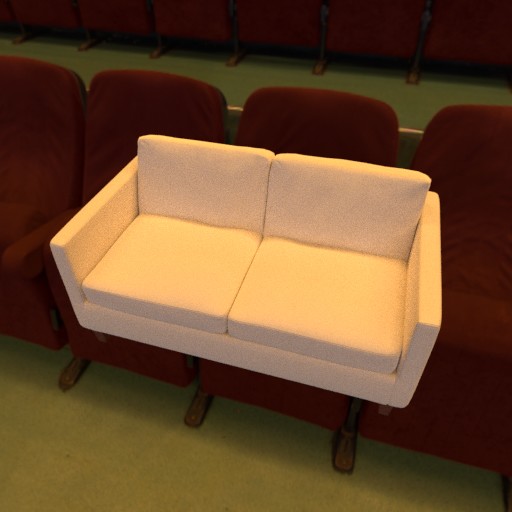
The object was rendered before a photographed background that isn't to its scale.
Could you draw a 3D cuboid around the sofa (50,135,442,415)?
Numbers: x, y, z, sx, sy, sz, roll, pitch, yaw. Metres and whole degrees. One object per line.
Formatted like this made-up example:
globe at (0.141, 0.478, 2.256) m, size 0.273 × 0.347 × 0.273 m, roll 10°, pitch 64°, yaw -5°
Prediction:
sofa at (0.000, 0.000, 2.275) m, size 1.702 × 0.888 × 0.964 m, roll 11°, pitch 42°, yaw 13°
